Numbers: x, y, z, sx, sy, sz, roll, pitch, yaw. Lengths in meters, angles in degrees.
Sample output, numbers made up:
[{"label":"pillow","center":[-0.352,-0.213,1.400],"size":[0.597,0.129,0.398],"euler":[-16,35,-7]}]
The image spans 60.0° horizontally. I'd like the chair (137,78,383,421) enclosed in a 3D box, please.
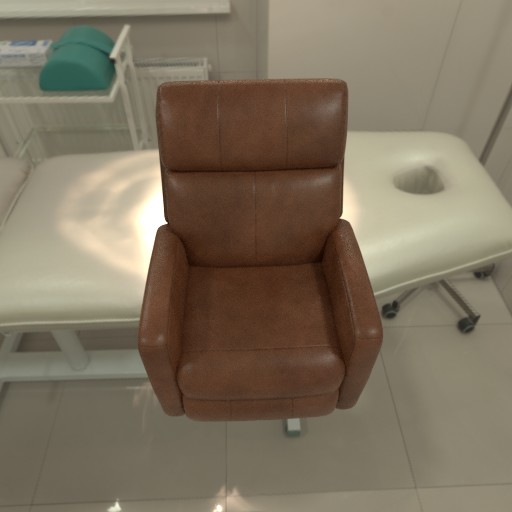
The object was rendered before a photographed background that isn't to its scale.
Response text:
[{"label":"chair","center":[0.000,0.000,1.678],"size":[0.787,1.016,0.939],"euler":[-2,47,-2]}]
